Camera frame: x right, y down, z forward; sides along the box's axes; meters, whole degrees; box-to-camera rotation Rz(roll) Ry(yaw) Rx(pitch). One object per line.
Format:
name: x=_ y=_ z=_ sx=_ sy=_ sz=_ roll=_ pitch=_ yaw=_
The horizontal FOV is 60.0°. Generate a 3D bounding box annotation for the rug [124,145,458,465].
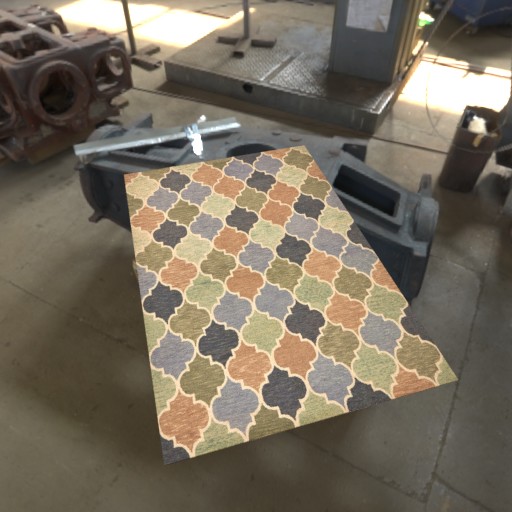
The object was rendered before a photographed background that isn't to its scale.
rug: x=0.000 y=0.000 z=2.324 sx=1.216 sy=0.006 sz=1.828 roll=-12 pitch=48 yaw=-11
